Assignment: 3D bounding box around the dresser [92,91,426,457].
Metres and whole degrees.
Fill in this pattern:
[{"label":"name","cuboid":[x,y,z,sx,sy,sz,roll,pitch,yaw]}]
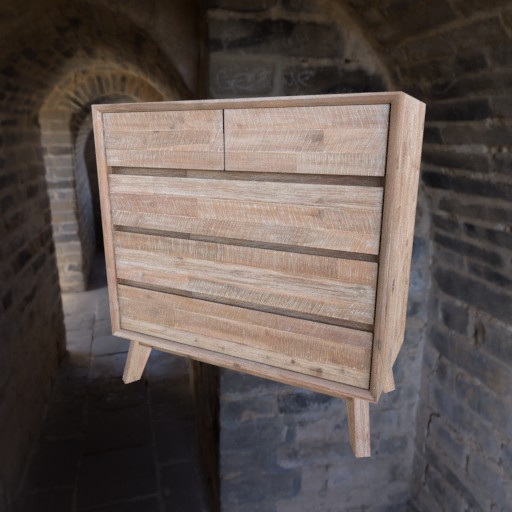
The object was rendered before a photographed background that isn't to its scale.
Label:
[{"label":"dresser","cuboid":[0.000,0.000,1.585,0.998,1.029,0.455,7,17,26]}]
